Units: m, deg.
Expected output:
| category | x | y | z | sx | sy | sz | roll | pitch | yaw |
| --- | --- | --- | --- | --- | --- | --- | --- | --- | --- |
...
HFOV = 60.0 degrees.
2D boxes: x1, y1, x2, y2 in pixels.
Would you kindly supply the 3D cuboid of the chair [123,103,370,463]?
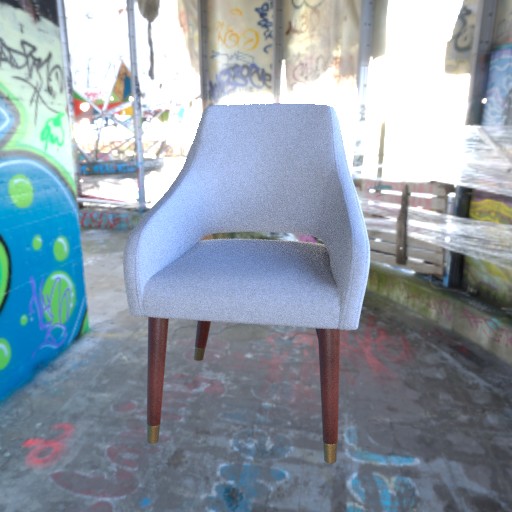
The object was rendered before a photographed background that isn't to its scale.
| category | x | y | z | sx | sy | sz | roll | pitch | yaw |
| --- | --- | --- | --- | --- | --- | --- | --- | --- | --- |
| chair | 0.000 | 0.000 | 1.306 | 0.609 | 0.889 | 0.600 | 2 | 16 | 9 |
